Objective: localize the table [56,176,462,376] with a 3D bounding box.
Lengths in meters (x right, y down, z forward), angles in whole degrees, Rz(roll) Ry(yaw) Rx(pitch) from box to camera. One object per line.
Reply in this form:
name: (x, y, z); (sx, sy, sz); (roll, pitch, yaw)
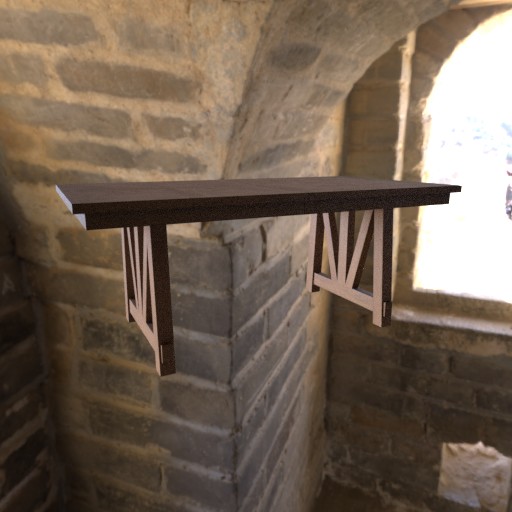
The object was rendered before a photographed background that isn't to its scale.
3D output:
table: (0.000, 0.000, 2.418); (1.881, 0.768, 1.016); (-7, 15, -26)
